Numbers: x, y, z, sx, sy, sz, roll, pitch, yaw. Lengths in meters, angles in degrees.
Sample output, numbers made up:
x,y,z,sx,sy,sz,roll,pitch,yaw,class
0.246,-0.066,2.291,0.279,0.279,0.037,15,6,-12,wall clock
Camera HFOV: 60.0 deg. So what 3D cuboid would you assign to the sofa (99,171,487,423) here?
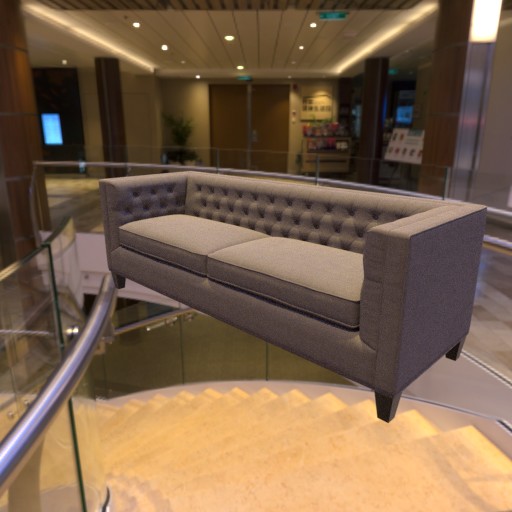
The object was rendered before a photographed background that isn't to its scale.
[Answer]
x,y,z,sx,sy,sz,roll,pitch,yaw,class
0.000,0.000,2.544,2.159,0.762,0.775,16,23,42,sofa
